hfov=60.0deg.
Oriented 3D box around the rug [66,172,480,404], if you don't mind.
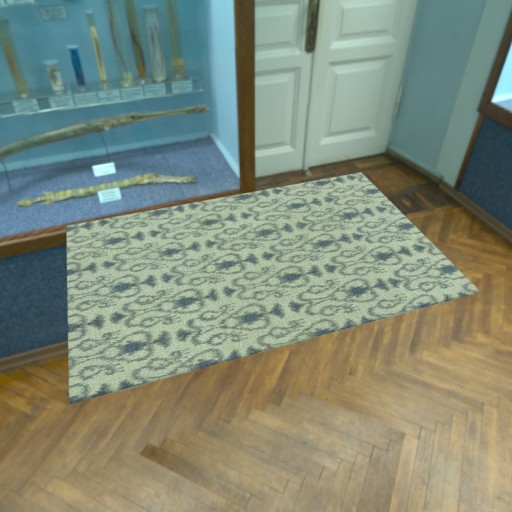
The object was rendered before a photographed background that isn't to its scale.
[{"bbox_3d":[0.000,0.000,2.040,1.652,0.006,1.035,-12,42,-14],"label":"rug"}]
